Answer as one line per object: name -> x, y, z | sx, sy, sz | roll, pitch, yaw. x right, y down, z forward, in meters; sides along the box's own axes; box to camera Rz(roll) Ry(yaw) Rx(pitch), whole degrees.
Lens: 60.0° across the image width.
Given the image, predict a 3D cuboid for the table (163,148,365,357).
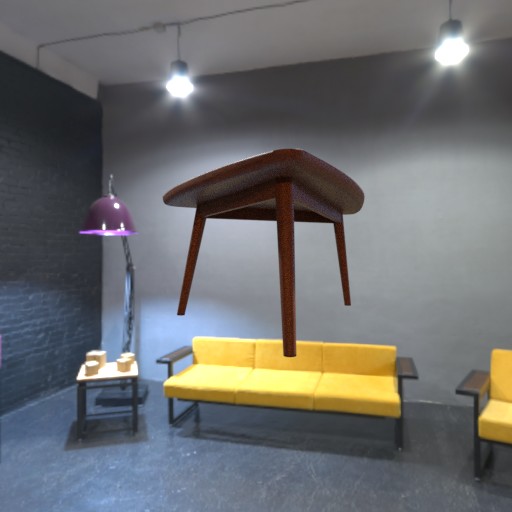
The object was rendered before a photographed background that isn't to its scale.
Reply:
table -> 0.000, 0.000, 1.292 | 0.601, 0.365, 1.008 | 0, 0, 19
